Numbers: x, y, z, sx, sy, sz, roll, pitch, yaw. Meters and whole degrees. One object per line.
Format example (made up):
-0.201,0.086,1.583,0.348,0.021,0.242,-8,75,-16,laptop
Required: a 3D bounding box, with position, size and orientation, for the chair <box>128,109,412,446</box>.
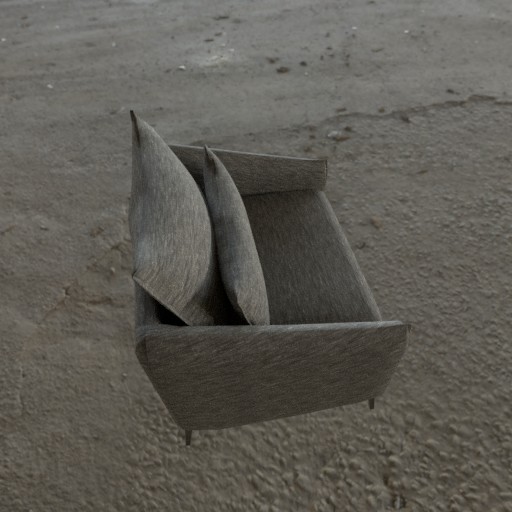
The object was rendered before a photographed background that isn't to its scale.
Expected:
0.000,0.000,1.626,0.805,0.842,1.004,-8,48,-7,chair
